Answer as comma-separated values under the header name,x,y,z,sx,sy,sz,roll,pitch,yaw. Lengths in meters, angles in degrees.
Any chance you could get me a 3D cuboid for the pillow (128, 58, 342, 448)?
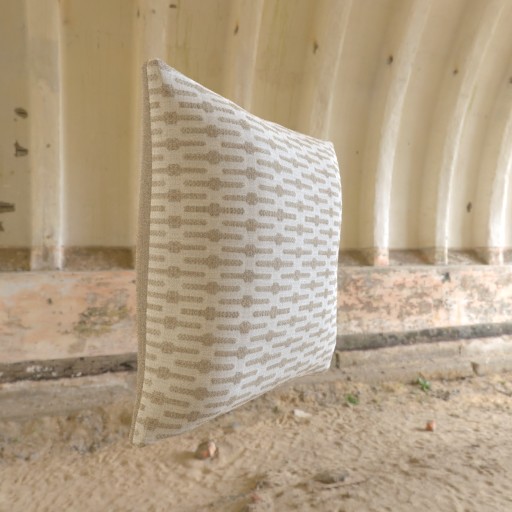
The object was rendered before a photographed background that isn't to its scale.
name,x,y,z,sx,sy,sz,roll,pitch,yaw
pillow,0.000,0.000,0.754,0.219,0.491,0.496,0,0,36
